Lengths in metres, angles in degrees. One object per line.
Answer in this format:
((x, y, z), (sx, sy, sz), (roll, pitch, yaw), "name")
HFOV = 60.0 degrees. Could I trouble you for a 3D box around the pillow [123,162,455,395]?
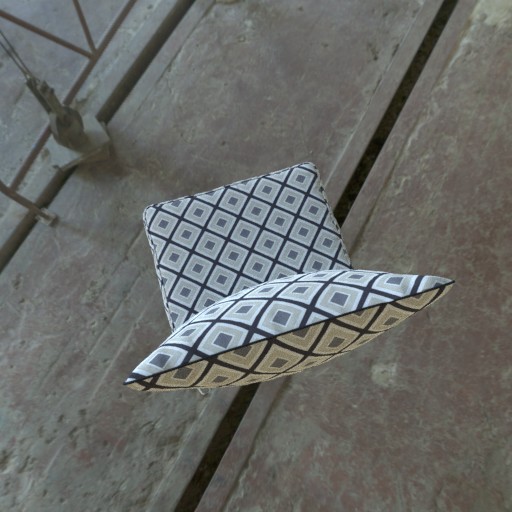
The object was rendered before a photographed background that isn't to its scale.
((0.000, 0.000, 1.372), (0.798, 0.722, 0.733), (-16, 75, -5), "pillow")
